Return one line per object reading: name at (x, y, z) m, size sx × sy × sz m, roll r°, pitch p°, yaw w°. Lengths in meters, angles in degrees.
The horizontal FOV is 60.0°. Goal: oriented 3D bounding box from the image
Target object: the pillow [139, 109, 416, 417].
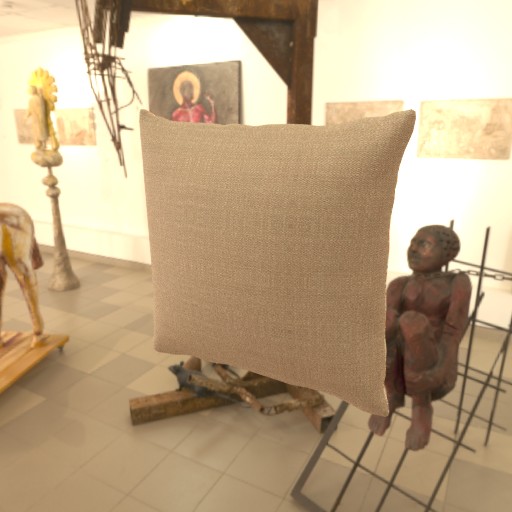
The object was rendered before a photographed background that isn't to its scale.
pillow at (0.000, 0.000, 0.815) m, size 0.521 × 0.519 × 0.215 m, roll 9°, pitch 19°, yaw 27°
